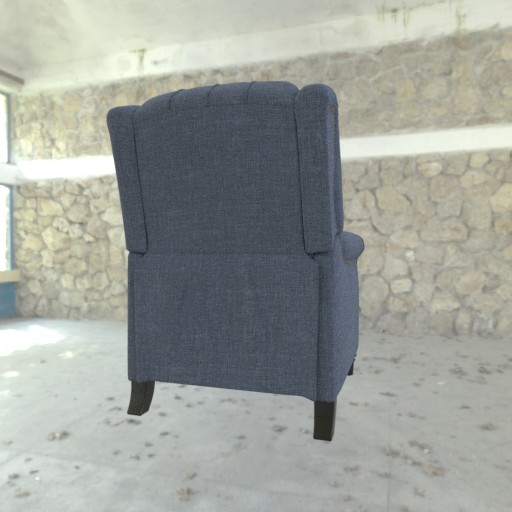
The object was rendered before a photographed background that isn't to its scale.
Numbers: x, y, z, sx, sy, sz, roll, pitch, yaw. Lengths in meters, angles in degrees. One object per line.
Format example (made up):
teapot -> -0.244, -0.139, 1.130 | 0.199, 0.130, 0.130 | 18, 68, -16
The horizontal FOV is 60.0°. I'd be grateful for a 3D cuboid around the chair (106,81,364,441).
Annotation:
chair -> 0.000, 0.000, 1.656 | 0.742, 1.035, 0.898 | 0, 1, 18
